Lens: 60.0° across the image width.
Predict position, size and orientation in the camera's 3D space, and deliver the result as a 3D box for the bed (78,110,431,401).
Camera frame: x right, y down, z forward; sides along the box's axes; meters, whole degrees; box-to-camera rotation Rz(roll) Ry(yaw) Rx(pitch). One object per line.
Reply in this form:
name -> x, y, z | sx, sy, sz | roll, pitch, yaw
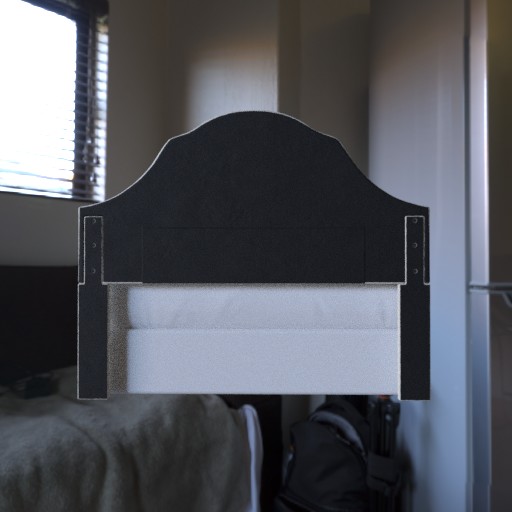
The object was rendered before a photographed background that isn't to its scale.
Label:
bed -> 0.000, 0.000, 3.562 | 2.008, 1.615, 2.214 | 0, 0, 1
